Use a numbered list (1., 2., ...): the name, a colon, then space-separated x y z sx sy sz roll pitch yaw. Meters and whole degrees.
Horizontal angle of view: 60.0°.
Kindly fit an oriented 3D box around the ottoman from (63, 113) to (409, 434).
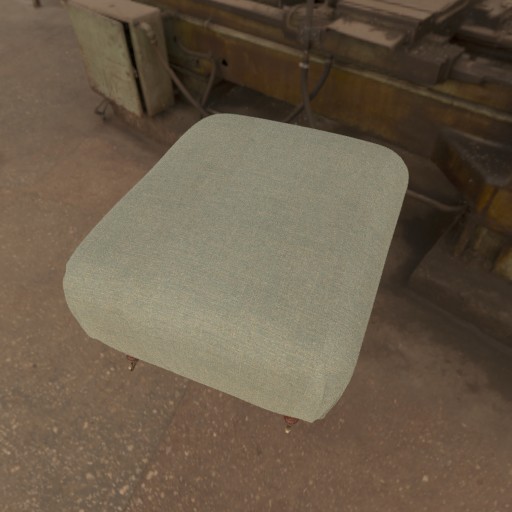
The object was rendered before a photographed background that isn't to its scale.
1. ottoman: 0.000 0.000 1.140 0.622 0.450 0.747 17 49 15
